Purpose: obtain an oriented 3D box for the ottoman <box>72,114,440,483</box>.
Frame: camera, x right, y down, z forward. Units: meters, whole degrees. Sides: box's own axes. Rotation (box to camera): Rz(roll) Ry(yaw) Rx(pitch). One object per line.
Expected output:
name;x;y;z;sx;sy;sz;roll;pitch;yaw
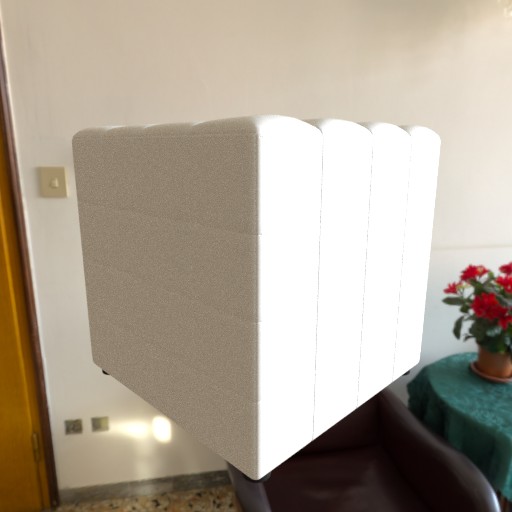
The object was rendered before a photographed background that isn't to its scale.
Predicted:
ottoman;0.000;0.000;0.760;0.425;0.432;0.425;-13;19;-43
